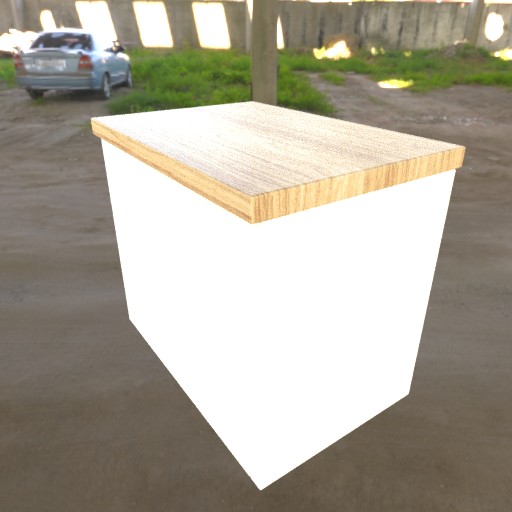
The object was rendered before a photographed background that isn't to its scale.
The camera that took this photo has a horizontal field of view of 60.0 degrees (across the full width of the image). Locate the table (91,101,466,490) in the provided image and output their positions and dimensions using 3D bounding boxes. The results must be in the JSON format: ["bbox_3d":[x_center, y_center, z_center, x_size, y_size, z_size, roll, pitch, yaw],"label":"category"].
[{"bbox_3d":[0.000,0.000,0.787,0.360,0.440,0.500,-18,32,-31],"label":"table"}]
